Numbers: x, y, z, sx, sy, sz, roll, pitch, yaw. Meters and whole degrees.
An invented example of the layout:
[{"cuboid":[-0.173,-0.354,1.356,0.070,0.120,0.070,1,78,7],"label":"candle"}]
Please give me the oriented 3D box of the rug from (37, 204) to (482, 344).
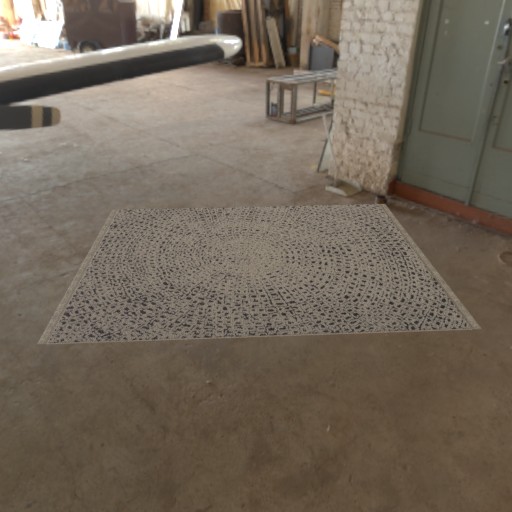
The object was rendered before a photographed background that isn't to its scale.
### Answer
[{"cuboid":[0.000,0.000,2.140,1.634,0.003,1.190,-2,30,-3],"label":"rug"}]
